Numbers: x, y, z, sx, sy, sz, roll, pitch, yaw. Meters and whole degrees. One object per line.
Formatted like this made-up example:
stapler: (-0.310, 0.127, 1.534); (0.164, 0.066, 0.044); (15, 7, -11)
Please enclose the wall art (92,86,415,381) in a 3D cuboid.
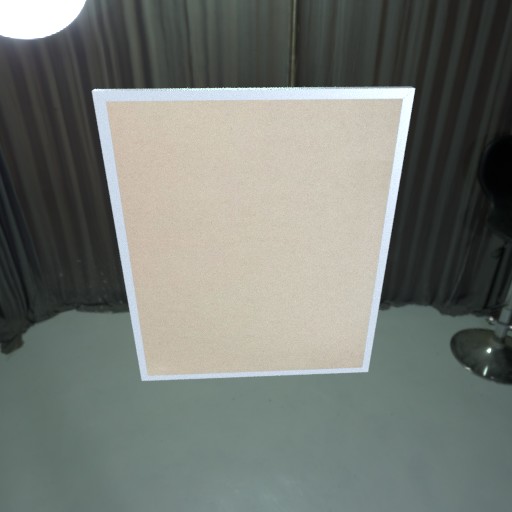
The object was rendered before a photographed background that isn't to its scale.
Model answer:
wall art: (0.000, 0.000, 0.639); (0.382, 0.456, 0.013); (-2, 29, -3)
